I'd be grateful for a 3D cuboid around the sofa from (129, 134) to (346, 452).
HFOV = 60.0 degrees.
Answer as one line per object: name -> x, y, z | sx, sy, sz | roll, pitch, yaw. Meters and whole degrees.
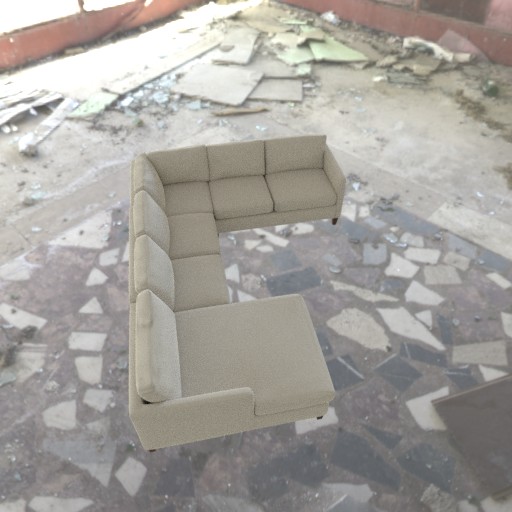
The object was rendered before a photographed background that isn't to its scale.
sofa -> 0.000, 0.000, 4.746 | 2.593, 0.956, 3.459 | -8, 46, -8
